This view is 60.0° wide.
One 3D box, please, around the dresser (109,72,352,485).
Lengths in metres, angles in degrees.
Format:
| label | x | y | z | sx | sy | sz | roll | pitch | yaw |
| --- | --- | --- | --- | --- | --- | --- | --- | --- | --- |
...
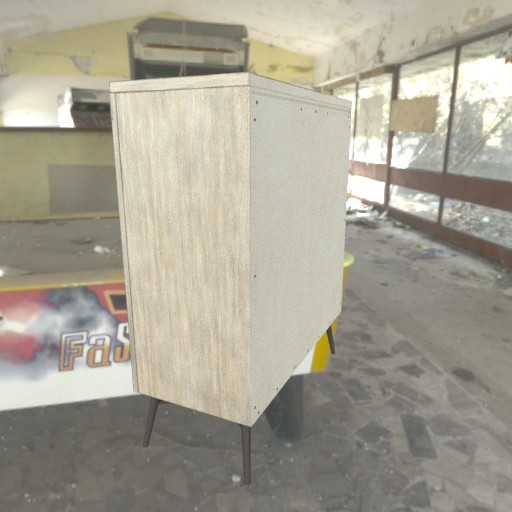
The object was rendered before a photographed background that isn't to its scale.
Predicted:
| label | x | y | z | sx | sy | sz | roll | pitch | yaw |
| --- | --- | --- | --- | --- | --- | --- | --- | --- | --- |
| dresser | 0.000 | 0.000 | 1.764 | 0.457 | 1.219 | 1.016 | 7 | 17 | 25 |
